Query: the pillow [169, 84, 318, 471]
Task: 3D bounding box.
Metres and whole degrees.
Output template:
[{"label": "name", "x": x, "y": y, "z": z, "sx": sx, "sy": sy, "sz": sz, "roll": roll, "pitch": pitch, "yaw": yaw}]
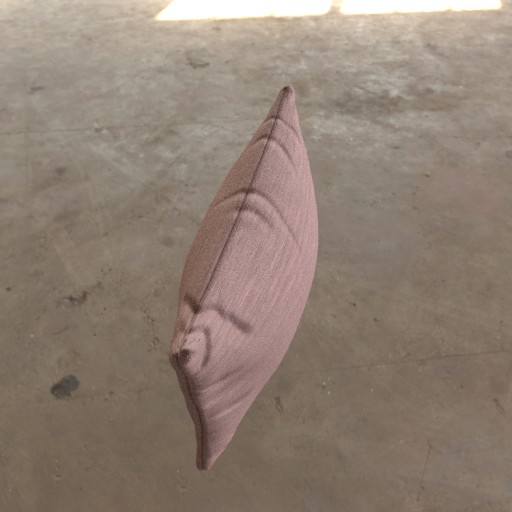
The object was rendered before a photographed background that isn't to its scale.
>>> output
[{"label": "pillow", "x": 0.000, "y": 0.000, "z": 0.779, "sx": 0.210, "sy": 0.338, "sz": 0.633, "roll": 10, "pitch": 47, "yaw": 9}]
